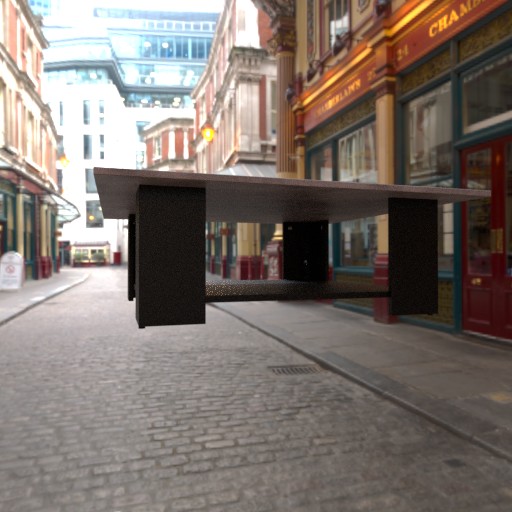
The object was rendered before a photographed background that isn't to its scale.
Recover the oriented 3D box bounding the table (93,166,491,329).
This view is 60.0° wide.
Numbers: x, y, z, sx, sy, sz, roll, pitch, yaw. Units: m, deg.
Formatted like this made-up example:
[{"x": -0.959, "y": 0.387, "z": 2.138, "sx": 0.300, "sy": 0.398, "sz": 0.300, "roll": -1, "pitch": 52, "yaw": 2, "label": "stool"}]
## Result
[{"x": 0.000, "y": 0.000, "z": 1.341, "sx": 0.890, "sy": 0.305, "sz": 0.890, "roll": 0, "pitch": -1, "yaw": -18, "label": "table"}]
